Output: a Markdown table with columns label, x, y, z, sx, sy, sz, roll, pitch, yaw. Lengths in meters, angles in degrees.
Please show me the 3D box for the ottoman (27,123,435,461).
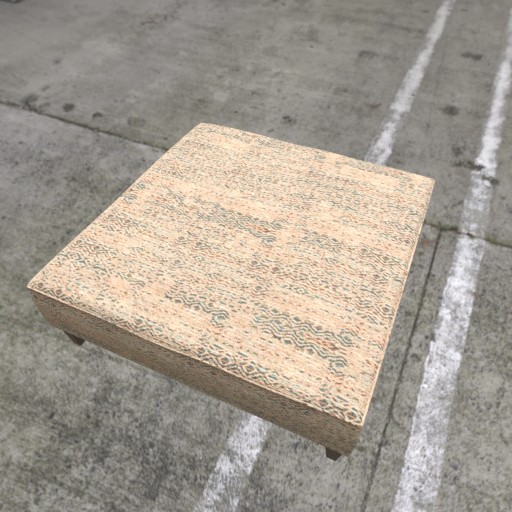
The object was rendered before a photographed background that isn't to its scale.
| label | x | y | z | sx | sy | sz | roll | pitch | yaw |
| --- | --- | --- | --- | --- | --- | --- | --- | --- | --- |
| ottoman | 0.000 | 0.000 | 1.509 | 0.968 | 0.356 | 1.004 | 18 | 49 | 17 |
